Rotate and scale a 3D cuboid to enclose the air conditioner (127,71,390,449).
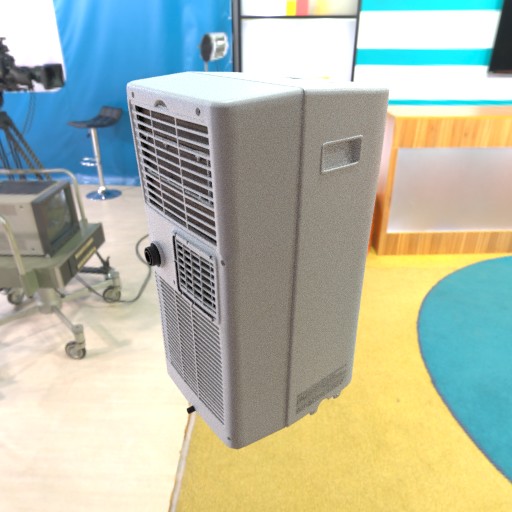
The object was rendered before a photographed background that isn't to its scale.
[{"bbox_3d":[0.000,0.000,0.805,0.349,0.606,0.304,-19,32,-32],"label":"air conditioner"}]
